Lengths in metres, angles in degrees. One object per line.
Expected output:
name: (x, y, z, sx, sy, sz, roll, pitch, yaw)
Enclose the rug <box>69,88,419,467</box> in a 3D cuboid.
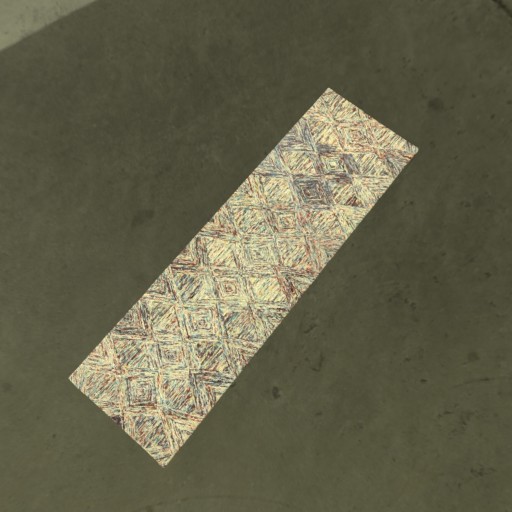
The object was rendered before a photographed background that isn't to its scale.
rug: (0.000, 0.000, 2.509, 0.688, 0.015, 2.292, 38, 78, 10)
